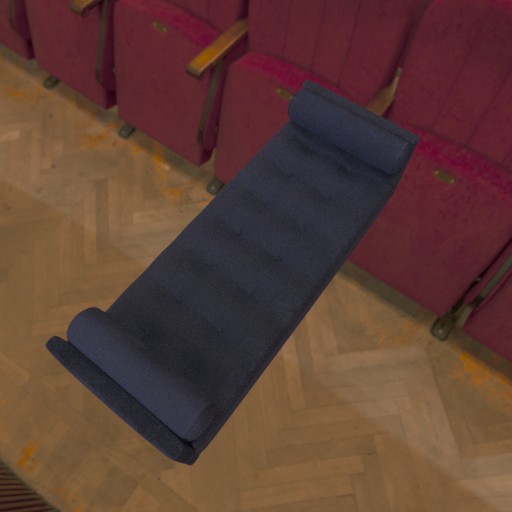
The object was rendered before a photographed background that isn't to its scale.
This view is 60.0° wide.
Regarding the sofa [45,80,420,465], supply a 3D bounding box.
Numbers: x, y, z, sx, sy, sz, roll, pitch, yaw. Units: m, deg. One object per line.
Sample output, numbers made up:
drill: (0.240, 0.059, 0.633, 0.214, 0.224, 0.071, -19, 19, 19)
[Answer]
sofa: (0.000, 0.000, 2.476, 0.796, 0.705, 2.102, 34, 68, 16)
